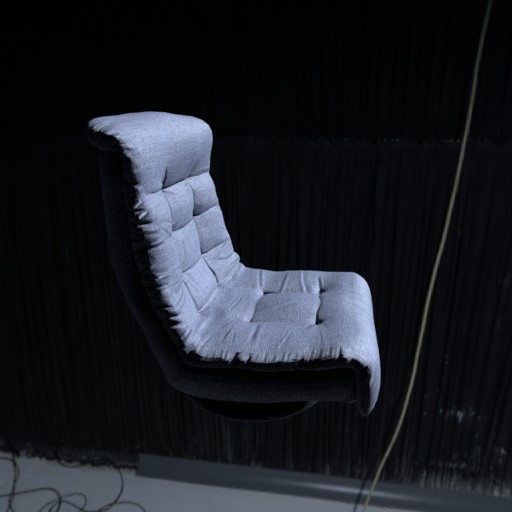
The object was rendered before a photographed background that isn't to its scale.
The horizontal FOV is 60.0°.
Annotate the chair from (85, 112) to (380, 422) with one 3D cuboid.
[{"bbox_3d":[0.000,0.000,1.210,0.668,0.749,0.597,3,18,10],"label":"chair"}]
